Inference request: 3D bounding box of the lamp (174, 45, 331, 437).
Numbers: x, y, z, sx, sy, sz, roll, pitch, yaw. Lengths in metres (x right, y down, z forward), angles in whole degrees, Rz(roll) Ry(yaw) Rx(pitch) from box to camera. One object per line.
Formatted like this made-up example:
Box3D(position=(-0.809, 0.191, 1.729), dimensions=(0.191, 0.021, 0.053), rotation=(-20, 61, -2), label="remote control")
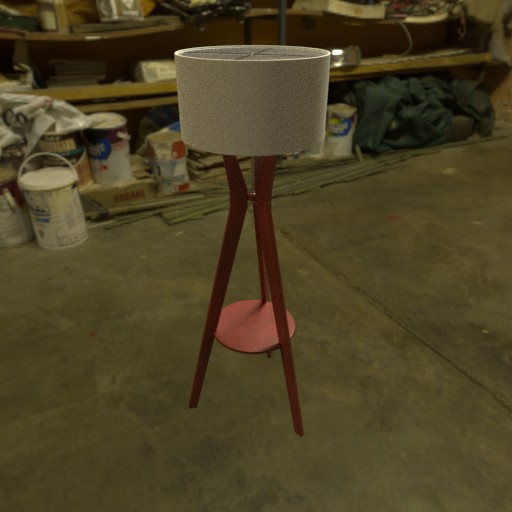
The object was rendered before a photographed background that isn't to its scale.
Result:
Box3D(position=(0.000, 0.000, 1.746), dimensions=(0.539, 1.472, 0.542), rotation=(9, 31, 15), label="lamp")
